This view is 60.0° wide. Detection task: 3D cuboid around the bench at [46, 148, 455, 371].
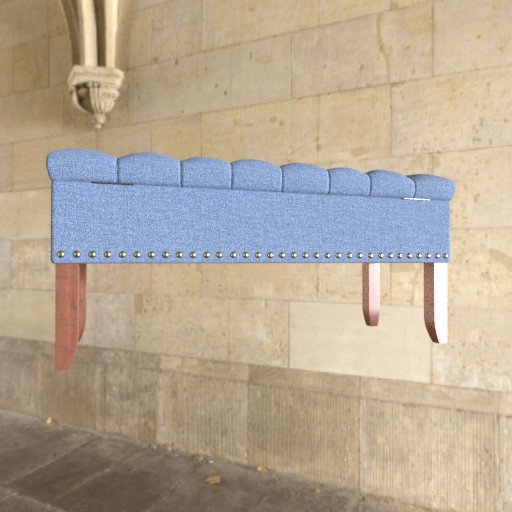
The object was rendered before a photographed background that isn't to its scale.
[{"bbox_3d":[0.000,0.000,1.271,1.052,0.492,0.417,0,-1,-18],"label":"bench"}]
